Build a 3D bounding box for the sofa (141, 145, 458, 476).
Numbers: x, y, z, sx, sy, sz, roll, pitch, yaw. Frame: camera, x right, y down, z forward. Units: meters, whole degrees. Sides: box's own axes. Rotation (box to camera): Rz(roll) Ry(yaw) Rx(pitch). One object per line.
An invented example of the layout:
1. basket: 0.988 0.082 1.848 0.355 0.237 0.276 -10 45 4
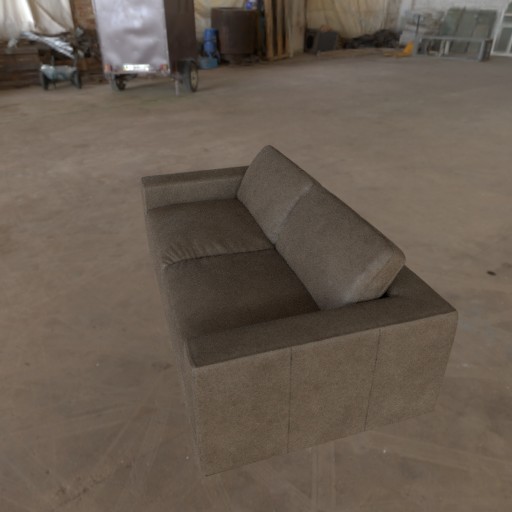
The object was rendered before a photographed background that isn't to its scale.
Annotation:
1. sofa: 0.000 0.000 2.417 1.070 0.800 1.920 -9 31 -15
